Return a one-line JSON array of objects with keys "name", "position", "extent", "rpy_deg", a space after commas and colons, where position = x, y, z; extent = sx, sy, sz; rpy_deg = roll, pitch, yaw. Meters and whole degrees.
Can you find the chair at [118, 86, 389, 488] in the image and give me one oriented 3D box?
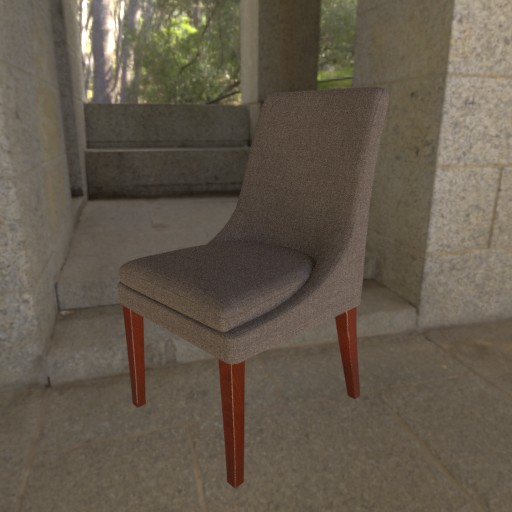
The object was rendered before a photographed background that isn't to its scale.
[{"name": "chair", "position": [0.000, 0.000, 1.317], "extent": [0.508, 0.952, 0.655], "rpy_deg": [16, 23, 43]}]
